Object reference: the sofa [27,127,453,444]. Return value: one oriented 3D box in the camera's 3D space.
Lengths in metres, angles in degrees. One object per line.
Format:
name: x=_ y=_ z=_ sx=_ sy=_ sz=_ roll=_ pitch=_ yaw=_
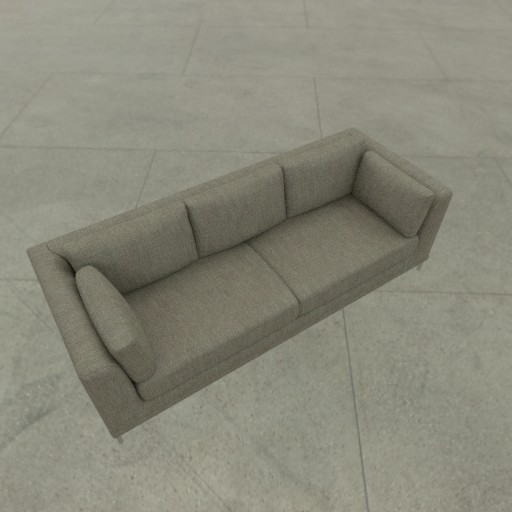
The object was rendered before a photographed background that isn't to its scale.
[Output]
sofa: x=0.000 y=0.000 z=2.852 sx=2.415 sy=0.867 sz=0.969 roll=-25 pitch=51 yaw=-22
